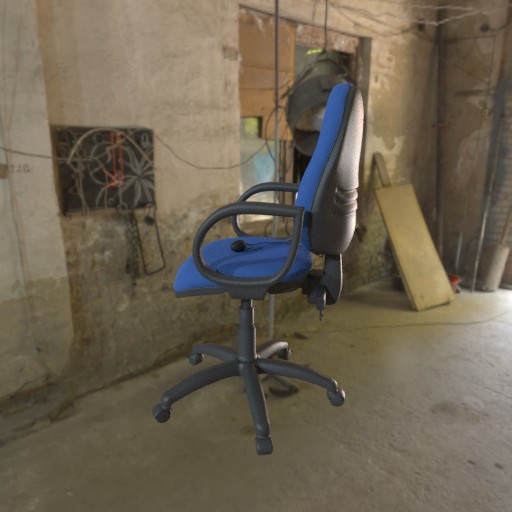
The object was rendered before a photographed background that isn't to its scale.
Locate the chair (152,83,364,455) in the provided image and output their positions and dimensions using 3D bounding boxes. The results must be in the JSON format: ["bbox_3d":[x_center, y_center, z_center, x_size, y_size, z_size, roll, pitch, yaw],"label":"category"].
[{"bbox_3d":[0.000,0.000,1.259,0.549,0.905,0.552,3,16,9],"label":"chair"}]
